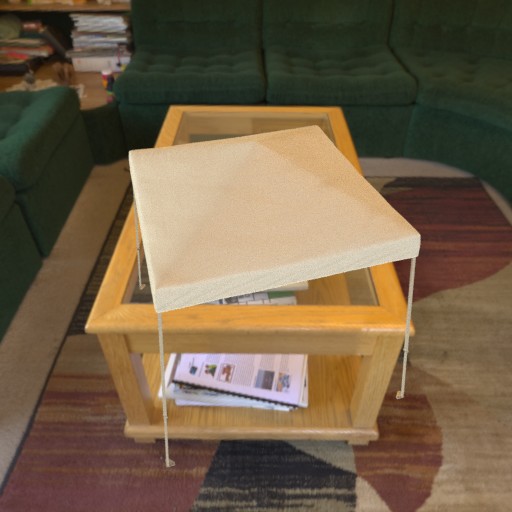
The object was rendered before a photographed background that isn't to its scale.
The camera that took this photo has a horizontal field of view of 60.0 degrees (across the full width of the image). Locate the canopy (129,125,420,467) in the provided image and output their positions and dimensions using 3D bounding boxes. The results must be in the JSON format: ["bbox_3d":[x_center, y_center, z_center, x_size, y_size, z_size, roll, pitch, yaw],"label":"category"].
[{"bbox_3d":[0.000,0.000,6.448,3.600,3.600,3.599,-11,42,-13],"label":"canopy"}]
